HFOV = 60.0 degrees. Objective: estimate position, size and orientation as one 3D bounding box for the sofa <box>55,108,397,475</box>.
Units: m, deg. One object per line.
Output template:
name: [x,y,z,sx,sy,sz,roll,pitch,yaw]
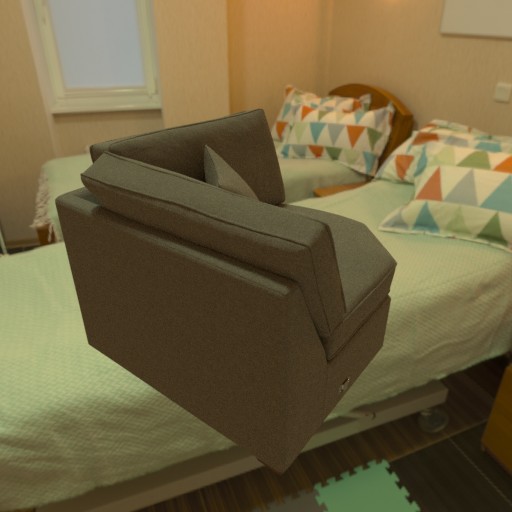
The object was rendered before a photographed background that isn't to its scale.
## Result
sofa: [0.000,0.000,1.808,1.050,0.951,1.042,21,35,33]
